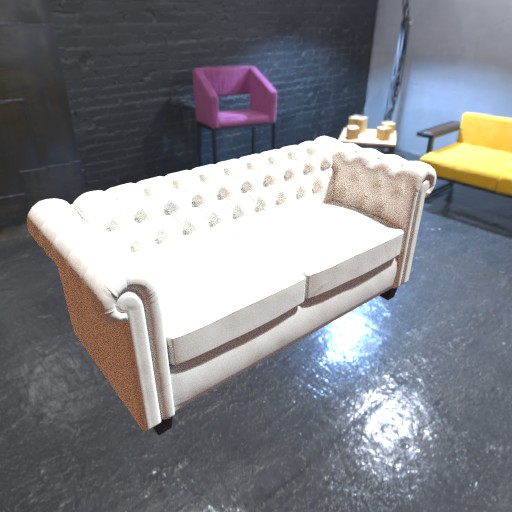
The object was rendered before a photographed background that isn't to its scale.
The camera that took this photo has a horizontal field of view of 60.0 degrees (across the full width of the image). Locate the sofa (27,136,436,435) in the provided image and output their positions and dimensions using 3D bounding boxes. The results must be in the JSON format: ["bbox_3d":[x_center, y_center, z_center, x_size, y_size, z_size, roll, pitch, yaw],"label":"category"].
[{"bbox_3d":[0.000,0.000,2.191,1.798,0.796,0.771,-22,36,-33],"label":"sofa"}]
